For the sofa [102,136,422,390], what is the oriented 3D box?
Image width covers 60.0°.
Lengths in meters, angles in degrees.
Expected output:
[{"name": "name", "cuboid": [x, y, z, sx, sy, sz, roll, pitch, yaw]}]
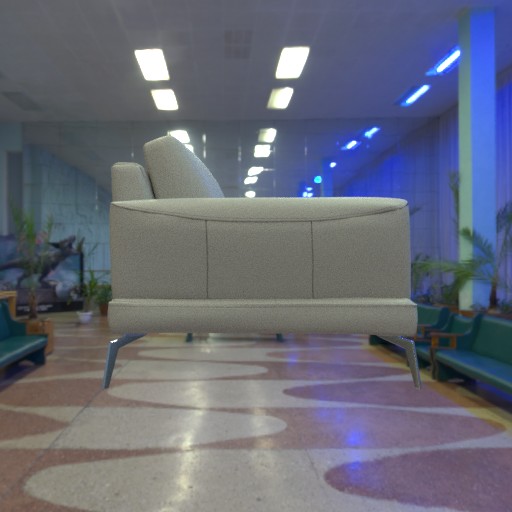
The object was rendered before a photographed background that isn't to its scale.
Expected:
[{"name": "sofa", "cuboid": [0.000, 0.000, 2.402, 1.121, 0.930, 1.819, 0, 0, -1]}]
